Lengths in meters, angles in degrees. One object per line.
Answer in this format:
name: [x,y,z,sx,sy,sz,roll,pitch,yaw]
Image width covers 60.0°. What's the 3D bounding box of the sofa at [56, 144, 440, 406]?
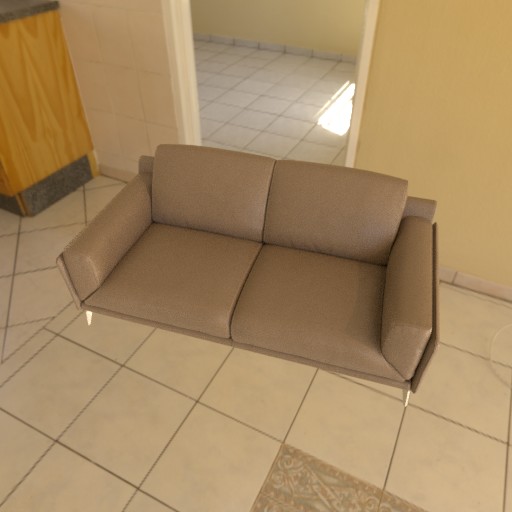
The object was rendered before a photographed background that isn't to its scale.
sofa: [0.000,0.000,2.728,2.101,0.930,1.049,11,42,13]
